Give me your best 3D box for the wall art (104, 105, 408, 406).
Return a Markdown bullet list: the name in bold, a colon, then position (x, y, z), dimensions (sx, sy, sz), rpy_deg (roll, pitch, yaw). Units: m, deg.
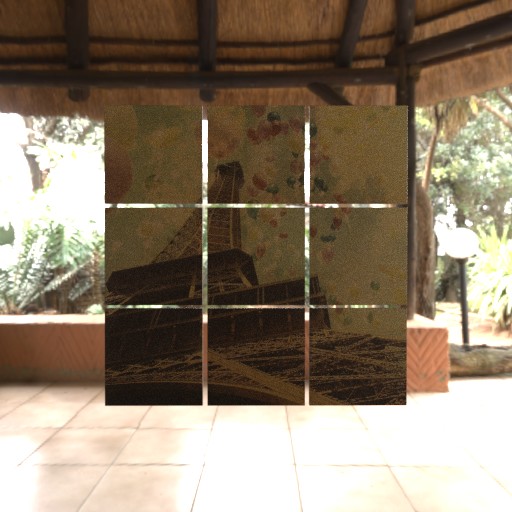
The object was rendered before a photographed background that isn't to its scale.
- **wall art**: position (0.000, 0.000, 1.848), dimensions (1.256, 1.246, 0.017), rpy_deg (0, 0, 0)
